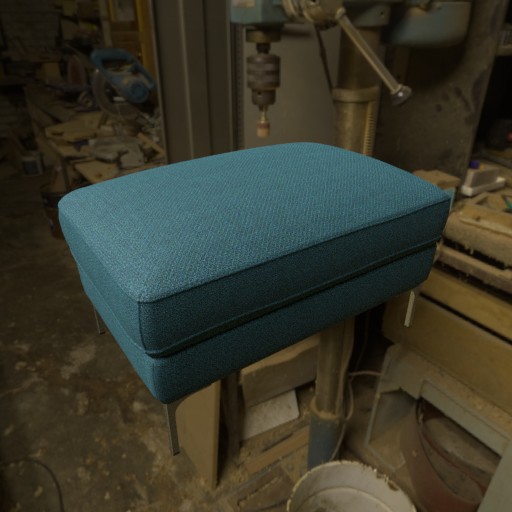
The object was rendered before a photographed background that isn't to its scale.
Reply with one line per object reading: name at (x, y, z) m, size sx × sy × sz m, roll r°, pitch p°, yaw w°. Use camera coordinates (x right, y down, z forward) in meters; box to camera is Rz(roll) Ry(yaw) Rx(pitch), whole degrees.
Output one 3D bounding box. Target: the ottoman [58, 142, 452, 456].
ottoman at (0.000, 0.000, 1.185) m, size 0.856 × 0.498 × 0.563 m, roll -18°, pitch 34°, yaw -30°
